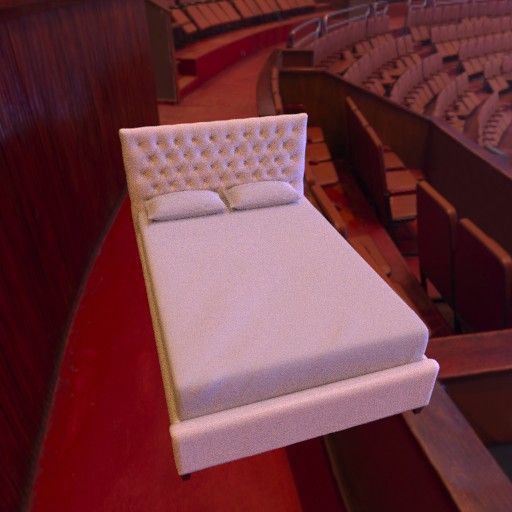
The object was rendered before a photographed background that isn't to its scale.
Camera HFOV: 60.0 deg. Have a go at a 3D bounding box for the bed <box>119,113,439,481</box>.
[{"bbox_3d":[0.000,0.000,3.363,1.698,1.427,2.387,-10,34,-14],"label":"bed"}]
